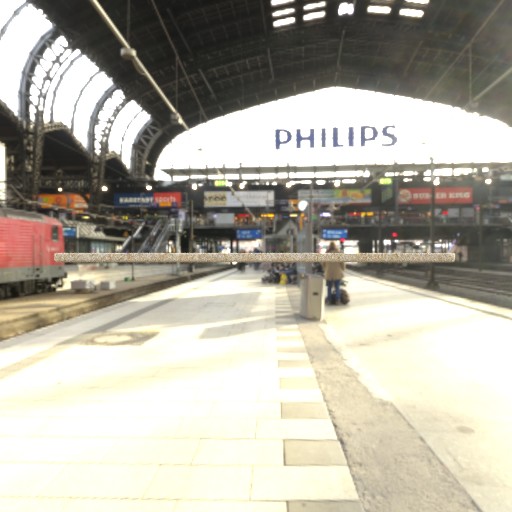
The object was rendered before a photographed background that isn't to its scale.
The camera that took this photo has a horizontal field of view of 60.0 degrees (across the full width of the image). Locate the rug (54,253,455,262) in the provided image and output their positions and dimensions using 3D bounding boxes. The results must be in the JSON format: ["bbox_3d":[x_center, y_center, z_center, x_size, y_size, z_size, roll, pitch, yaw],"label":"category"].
[{"bbox_3d":[0.000,0.000,2.102,1.200,0.027,1.600,0,0,0],"label":"rug"}]
